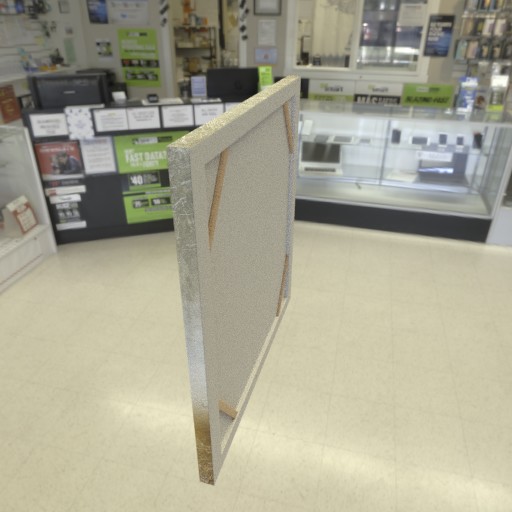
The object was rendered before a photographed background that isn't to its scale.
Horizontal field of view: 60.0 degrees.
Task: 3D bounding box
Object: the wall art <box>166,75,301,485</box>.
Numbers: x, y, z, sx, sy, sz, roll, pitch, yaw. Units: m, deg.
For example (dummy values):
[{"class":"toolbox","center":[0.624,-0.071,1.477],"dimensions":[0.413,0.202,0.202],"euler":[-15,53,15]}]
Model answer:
[{"class":"wall art","center":[0.000,0.000,1.612],"dimensions":[0.051,1.091,1.092],"euler":[8,31,15]}]
